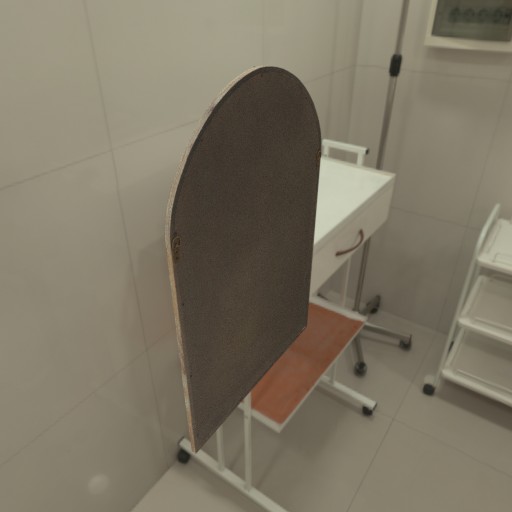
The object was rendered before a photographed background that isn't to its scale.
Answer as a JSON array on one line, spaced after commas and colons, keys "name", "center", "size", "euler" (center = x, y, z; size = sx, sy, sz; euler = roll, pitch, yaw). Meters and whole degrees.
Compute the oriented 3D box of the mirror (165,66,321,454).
[{"name": "mirror", "center": [0.000, 0.000, 1.149], "size": [0.032, 0.915, 0.609], "euler": [20, 38, 28]}]
